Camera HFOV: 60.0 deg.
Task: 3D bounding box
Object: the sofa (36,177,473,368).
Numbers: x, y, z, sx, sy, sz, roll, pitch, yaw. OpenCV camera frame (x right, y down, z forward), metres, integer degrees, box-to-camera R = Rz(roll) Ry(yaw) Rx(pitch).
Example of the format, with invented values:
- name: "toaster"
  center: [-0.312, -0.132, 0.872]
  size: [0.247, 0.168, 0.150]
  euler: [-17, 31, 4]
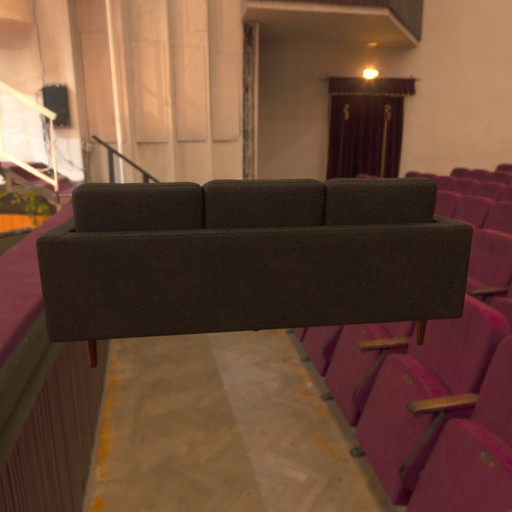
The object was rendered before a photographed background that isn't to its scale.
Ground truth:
- name: "sofa"
  center: [0.000, 0.000, 2.501]
  size: [2.029, 0.899, 0.879]
  euler: [-2, 15, -8]
